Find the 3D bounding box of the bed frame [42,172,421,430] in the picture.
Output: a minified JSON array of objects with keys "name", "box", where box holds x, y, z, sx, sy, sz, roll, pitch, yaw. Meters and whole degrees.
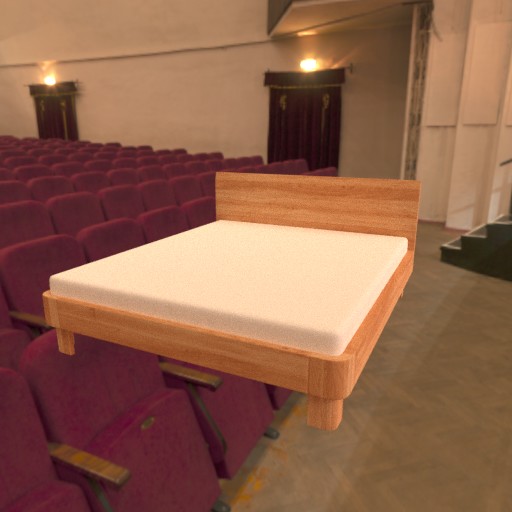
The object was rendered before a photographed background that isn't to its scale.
[{"name":"bed frame","box":[0.000,0.000,3.106,1.872,0.940,2.092,7,17,25]}]
